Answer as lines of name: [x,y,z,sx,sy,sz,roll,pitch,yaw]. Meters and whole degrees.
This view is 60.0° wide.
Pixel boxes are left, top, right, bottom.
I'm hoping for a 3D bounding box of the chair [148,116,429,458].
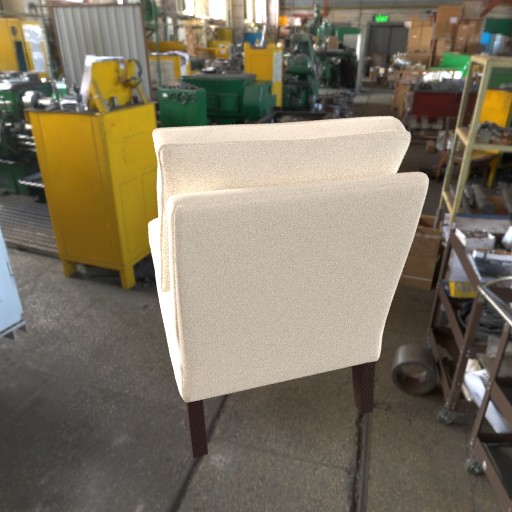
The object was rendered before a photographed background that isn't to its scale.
chair: [0.000,0.000,1.397,0.630,0.887,0.781,-8,27,-16]
